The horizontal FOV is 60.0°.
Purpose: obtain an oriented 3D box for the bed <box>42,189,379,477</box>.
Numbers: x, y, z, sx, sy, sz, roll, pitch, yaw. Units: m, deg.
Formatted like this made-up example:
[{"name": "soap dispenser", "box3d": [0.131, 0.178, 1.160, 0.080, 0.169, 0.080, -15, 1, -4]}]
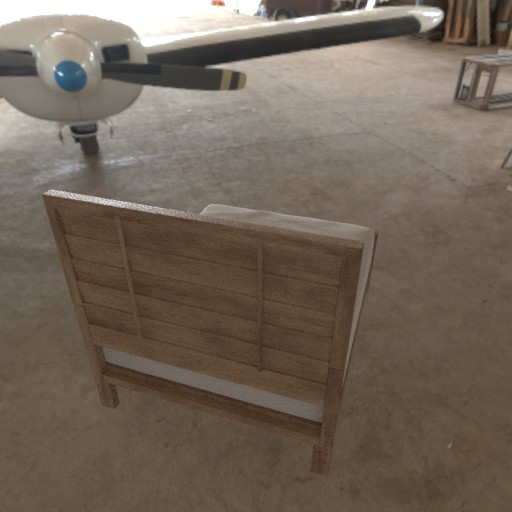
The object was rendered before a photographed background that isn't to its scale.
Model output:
[{"name": "bed", "box3d": [0.000, 0.000, 3.270, 1.615, 1.631, 2.017, 11, 34, 16]}]
